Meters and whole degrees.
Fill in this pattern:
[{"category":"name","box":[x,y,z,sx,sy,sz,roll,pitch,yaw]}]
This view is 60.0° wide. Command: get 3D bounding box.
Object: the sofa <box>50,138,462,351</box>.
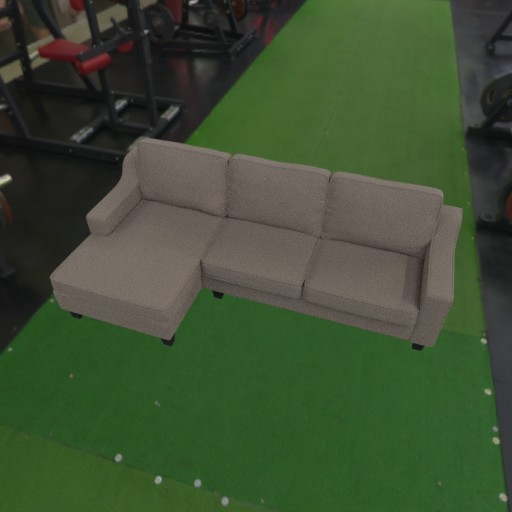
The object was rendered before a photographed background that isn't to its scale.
[{"category":"sofa","box":[0.000,0.000,3.094,2.561,0.928,1.294,13,44,14]}]
